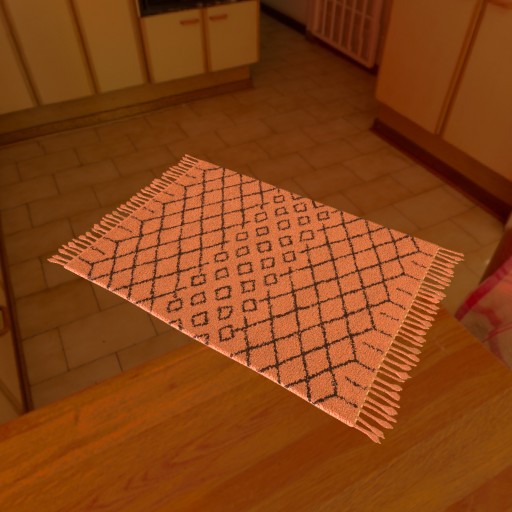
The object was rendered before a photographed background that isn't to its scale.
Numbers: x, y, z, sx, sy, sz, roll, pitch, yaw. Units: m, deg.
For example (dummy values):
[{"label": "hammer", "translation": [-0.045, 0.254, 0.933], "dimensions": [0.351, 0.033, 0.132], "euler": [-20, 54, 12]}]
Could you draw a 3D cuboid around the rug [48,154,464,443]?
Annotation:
[{"label": "rug", "translation": [0.000, 0.000, 3.250], "dimensions": [2.615, 0.029, 1.664], "euler": [24, 49, 22]}]
